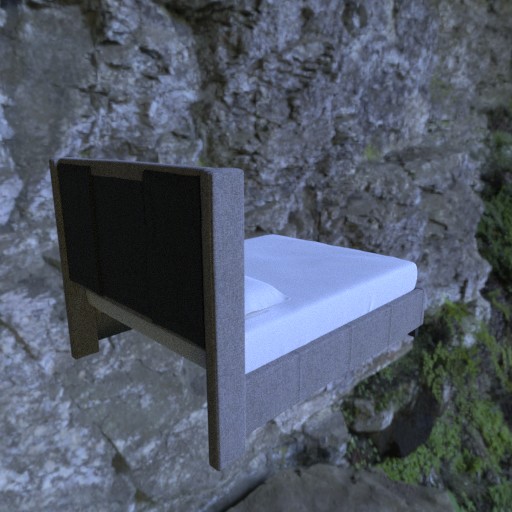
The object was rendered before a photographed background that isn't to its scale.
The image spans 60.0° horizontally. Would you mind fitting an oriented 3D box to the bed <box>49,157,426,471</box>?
[{"bbox_3d":[0.000,0.000,3.341,1.714,1.476,2.245,14,20,43],"label":"bed"}]
